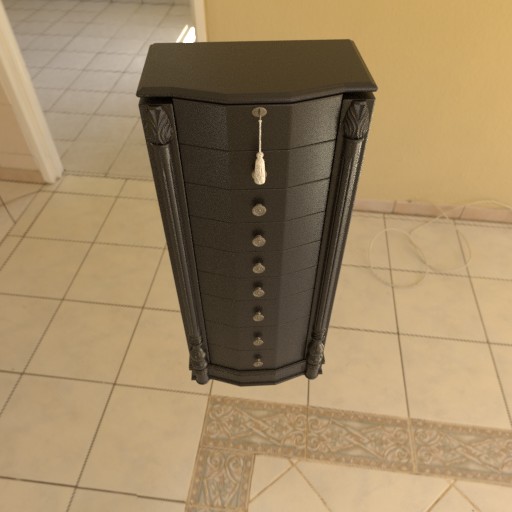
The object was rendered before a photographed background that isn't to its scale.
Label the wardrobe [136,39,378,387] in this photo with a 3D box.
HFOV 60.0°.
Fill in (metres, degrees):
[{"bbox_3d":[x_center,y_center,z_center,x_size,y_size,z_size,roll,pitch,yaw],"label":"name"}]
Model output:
[{"bbox_3d":[0.000,0.000,1.192,0.444,1.011,0.295,-2,46,-2],"label":"wardrobe"}]
